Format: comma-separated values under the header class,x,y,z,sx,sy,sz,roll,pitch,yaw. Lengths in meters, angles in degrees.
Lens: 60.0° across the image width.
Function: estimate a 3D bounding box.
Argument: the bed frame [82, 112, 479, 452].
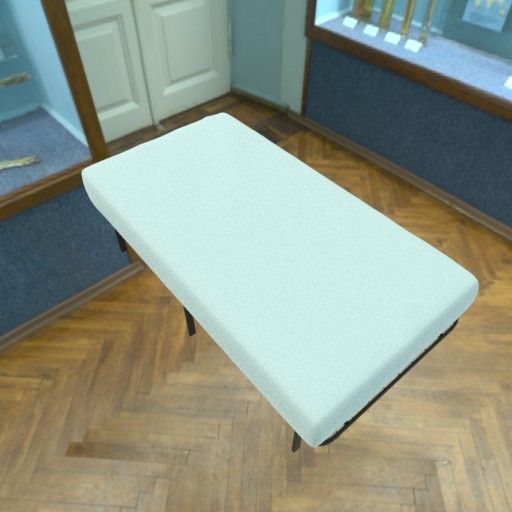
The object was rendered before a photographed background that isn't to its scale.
class,x,y,z,sx,sy,sz,roll,pitch,yaw
bed frame,0.000,0.000,2.391,1.025,0.640,1.908,-31,54,-26
